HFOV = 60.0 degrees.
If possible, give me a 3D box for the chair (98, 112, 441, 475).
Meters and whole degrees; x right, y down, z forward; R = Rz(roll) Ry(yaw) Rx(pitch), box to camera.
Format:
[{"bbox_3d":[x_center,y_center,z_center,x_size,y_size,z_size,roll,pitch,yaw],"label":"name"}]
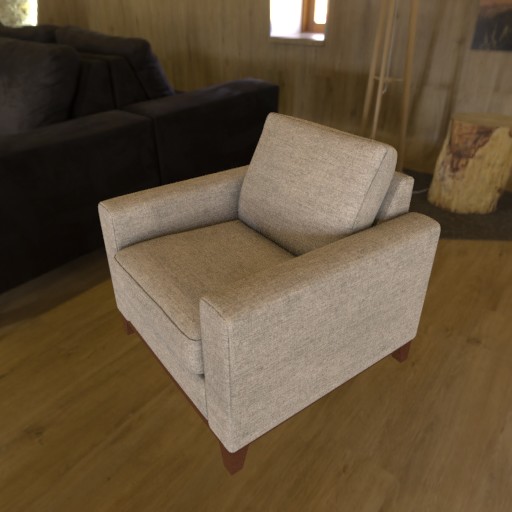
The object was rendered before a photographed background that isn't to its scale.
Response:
[{"bbox_3d":[0.000,0.000,1.891,1.038,1.010,1.024,-20,36,-31],"label":"chair"}]
